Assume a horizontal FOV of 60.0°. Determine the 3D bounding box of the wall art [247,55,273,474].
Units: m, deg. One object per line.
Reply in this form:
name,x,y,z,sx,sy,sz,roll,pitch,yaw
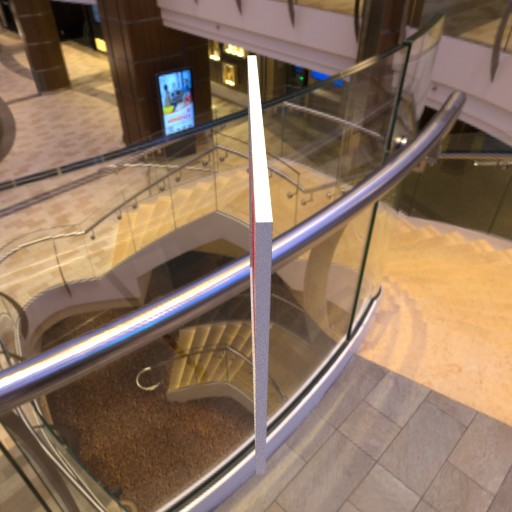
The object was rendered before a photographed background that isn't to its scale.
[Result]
wall art,0.000,0.000,0.989,0.020,0.661,0.664,-1,40,-1
